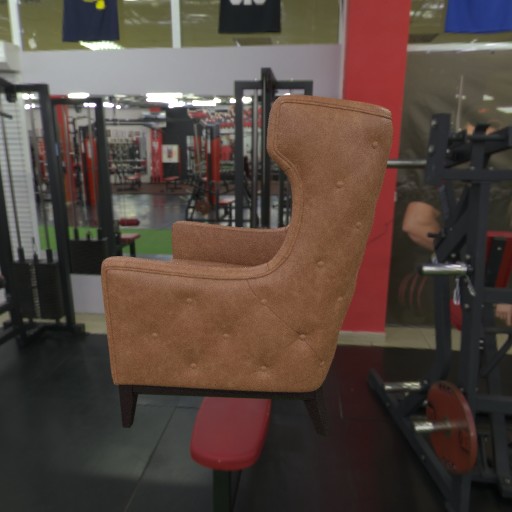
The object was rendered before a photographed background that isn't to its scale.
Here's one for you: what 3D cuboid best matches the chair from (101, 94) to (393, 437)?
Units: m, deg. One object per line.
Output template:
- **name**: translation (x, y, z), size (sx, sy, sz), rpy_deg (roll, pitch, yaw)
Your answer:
- **chair**: translation (0.000, 0.000, 1.672), size (0.899, 1.079, 0.766), rpy_deg (2, 14, 9)
